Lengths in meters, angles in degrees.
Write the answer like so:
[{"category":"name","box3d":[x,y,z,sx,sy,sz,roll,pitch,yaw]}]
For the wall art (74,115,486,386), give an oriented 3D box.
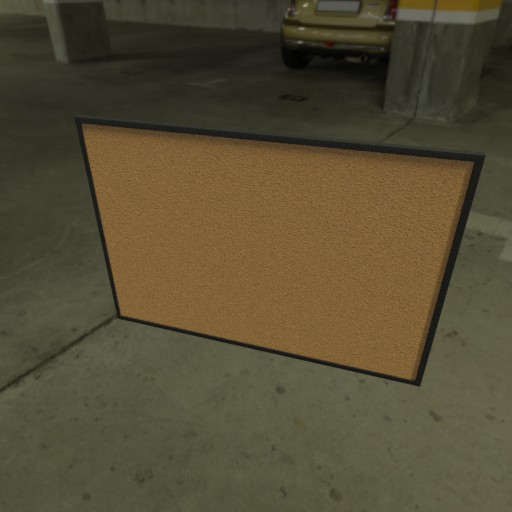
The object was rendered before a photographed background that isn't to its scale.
[{"category":"wall art","box3d":[0.000,0.000,0.819,0.664,0.458,0.013,10,33,15]}]
